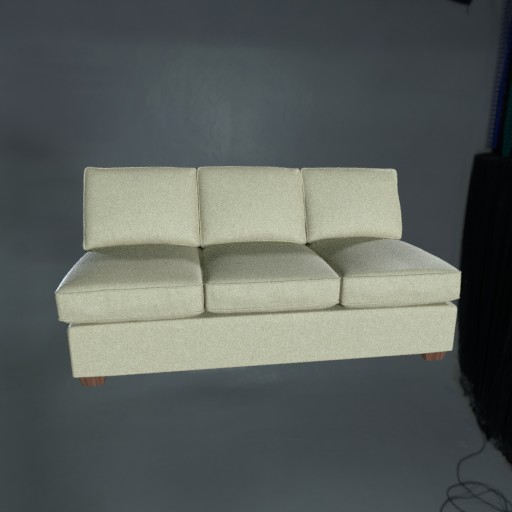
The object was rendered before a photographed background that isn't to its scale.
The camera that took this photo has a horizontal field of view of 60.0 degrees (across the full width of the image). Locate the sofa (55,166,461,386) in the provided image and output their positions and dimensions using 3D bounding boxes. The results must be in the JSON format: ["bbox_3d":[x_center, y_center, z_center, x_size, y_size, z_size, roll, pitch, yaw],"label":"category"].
[{"bbox_3d":[0.000,0.000,2.528,1.962,0.973,1.027,-2,15,-8],"label":"sofa"}]
